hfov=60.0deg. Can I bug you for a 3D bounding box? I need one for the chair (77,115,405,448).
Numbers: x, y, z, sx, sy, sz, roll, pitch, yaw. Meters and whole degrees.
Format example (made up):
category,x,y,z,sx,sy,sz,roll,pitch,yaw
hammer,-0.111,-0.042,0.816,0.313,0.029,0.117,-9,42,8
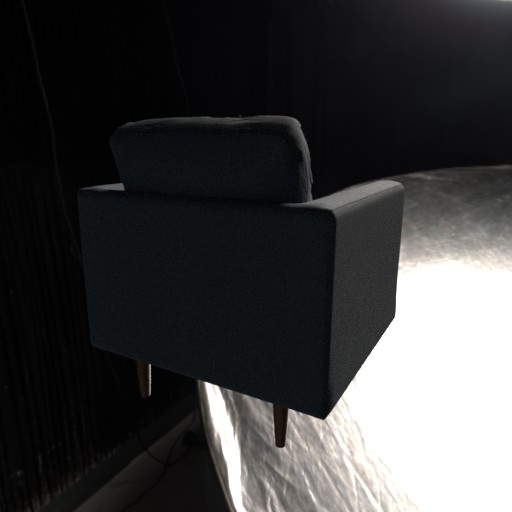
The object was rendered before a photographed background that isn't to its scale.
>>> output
category,x,y,z,sx,sy,sz,roll,pitch,yaw
chair,0.000,0.000,1.568,0.855,0.922,0.820,8,17,28
